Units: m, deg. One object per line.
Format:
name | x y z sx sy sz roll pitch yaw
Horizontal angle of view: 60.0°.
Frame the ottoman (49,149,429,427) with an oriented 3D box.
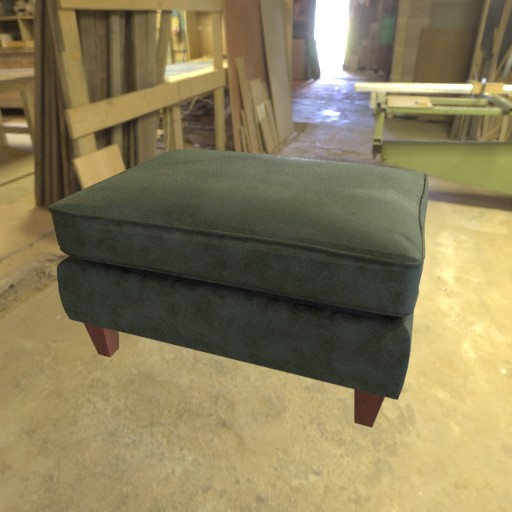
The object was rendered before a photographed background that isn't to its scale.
ottoman | 0.000 0.000 1.251 0.864 0.495 0.632 9 29 18
